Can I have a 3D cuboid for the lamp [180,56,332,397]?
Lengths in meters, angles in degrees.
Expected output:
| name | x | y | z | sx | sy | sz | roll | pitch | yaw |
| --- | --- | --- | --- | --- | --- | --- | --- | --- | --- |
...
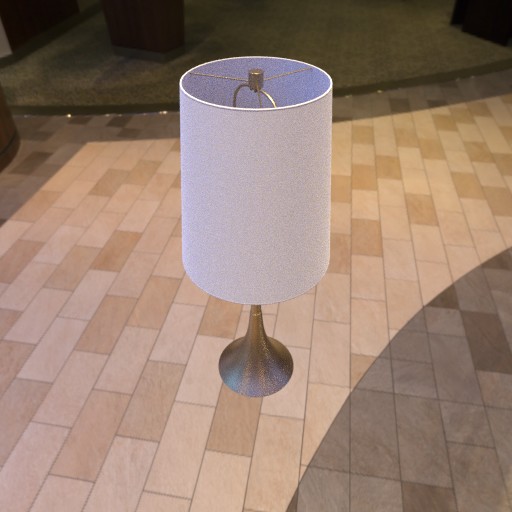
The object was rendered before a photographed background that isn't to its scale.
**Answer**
| name | x | y | z | sx | sy | sz | roll | pitch | yaw |
| --- | --- | --- | --- | --- | --- | --- | --- | --- | --- |
| lamp | 0.000 | 0.000 | 0.705 | 0.231 | 0.569 | 0.231 | 0 | 40 | 0 |
